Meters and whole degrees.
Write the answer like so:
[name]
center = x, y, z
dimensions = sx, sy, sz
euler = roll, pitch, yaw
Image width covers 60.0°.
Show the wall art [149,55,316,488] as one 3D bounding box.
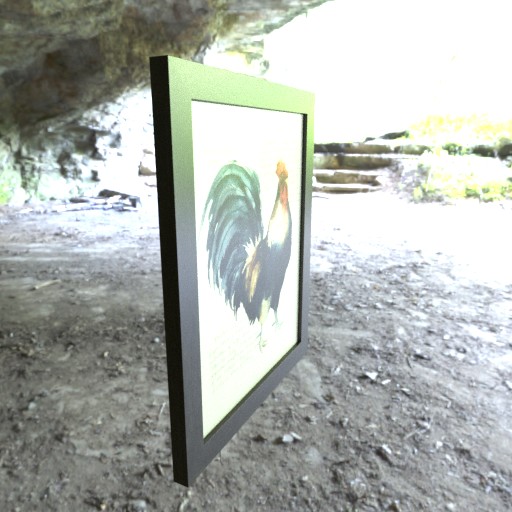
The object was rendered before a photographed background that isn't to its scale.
[wall art]
center = 0.000, 0.000, 0.780
dimensions = 0.027, 0.580, 0.479
euler = 8, 17, 26
